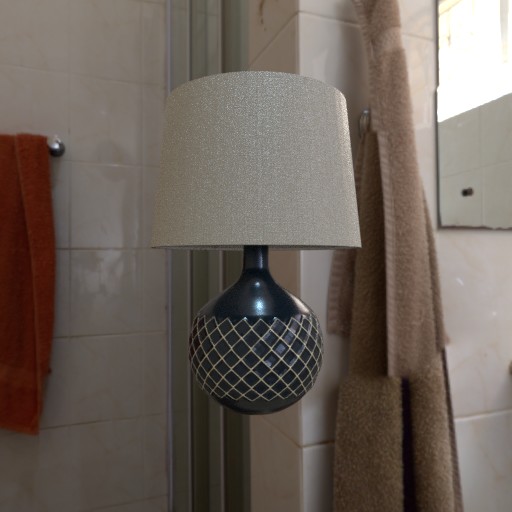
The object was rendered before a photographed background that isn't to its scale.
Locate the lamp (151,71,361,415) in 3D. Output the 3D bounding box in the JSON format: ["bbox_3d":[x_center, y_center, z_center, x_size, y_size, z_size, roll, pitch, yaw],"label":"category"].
[{"bbox_3d":[0.000,0.000,0.810,0.376,0.540,0.376,0,-1,0],"label":"lamp"}]
